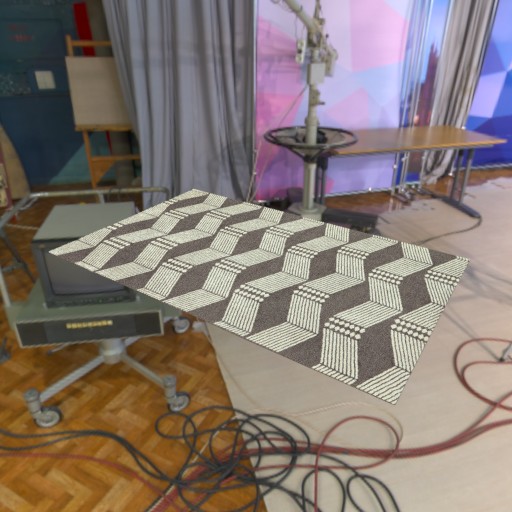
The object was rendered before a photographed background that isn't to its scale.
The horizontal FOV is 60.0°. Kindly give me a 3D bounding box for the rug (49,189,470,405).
[{"bbox_3d":[0.000,0.000,3.010,2.435,0.011,1.517,18,33,29],"label":"rug"}]
